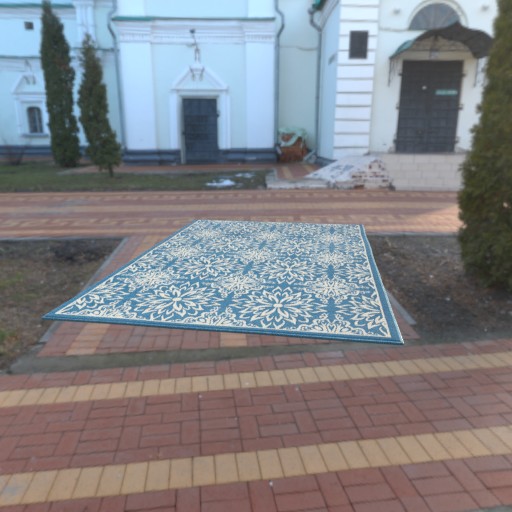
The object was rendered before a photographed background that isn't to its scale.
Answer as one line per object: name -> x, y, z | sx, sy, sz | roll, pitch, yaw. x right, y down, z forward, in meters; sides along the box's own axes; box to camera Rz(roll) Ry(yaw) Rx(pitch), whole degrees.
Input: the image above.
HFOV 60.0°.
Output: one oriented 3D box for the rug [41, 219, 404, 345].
rug -> 0.000, 0.000, 3.491 | 1.830, 0.018, 2.769 | 2, 16, 9
